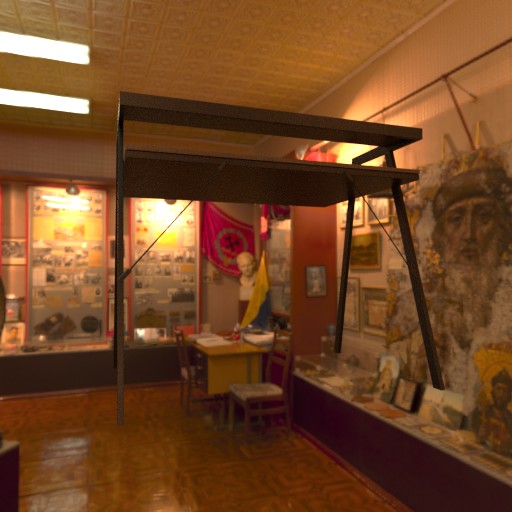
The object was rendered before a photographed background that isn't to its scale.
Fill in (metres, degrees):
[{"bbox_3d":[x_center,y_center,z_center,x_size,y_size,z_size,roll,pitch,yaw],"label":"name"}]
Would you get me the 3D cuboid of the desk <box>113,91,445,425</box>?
[{"bbox_3d":[0.000,0.000,1.896,1.143,0.998,0.936,1,-2,-19],"label":"desk"}]
